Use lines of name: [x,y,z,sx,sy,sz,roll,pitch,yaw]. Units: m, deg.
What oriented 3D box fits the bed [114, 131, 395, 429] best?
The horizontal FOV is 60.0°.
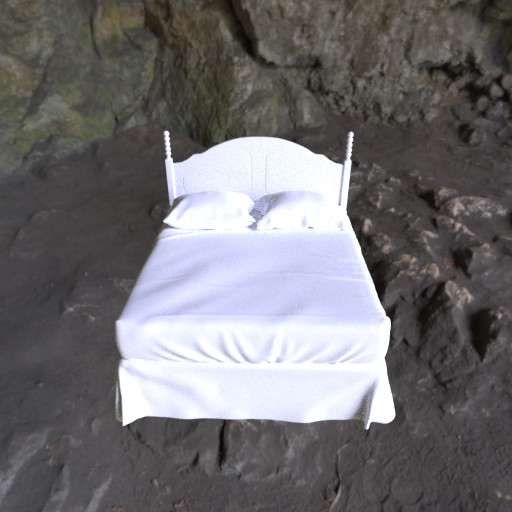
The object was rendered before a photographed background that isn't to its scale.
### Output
bed: [0.000,0.000,3.308,1.873,1.356,2.040,1,30,1]
